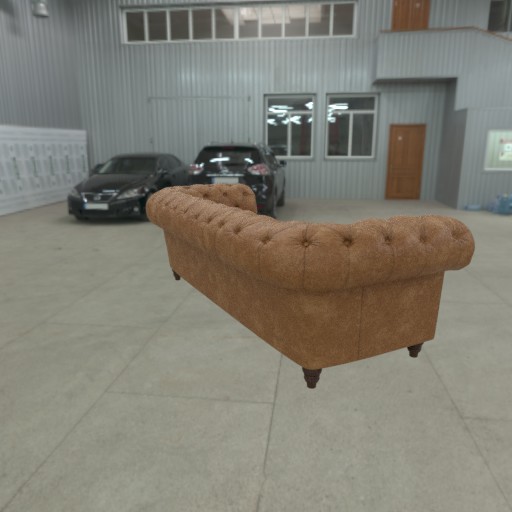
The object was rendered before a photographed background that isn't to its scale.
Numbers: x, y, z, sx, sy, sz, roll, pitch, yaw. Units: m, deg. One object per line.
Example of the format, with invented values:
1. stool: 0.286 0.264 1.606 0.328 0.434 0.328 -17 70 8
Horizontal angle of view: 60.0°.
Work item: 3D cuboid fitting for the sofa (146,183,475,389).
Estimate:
1. sofa: 0.000 0.000 2.801 0.989 0.760 2.365 -7 16 -27
